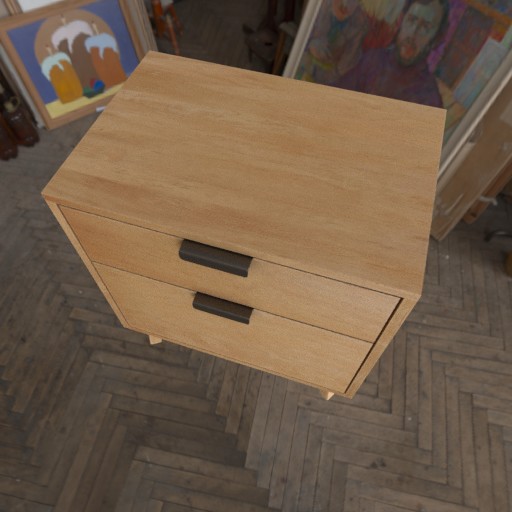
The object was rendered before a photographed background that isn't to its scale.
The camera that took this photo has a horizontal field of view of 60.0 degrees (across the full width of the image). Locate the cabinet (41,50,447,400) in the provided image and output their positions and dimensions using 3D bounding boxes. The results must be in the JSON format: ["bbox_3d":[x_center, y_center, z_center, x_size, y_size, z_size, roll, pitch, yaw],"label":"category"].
[{"bbox_3d":[0.000,0.000,0.947,0.551,0.599,0.394,15,59,10],"label":"cabinet"}]
